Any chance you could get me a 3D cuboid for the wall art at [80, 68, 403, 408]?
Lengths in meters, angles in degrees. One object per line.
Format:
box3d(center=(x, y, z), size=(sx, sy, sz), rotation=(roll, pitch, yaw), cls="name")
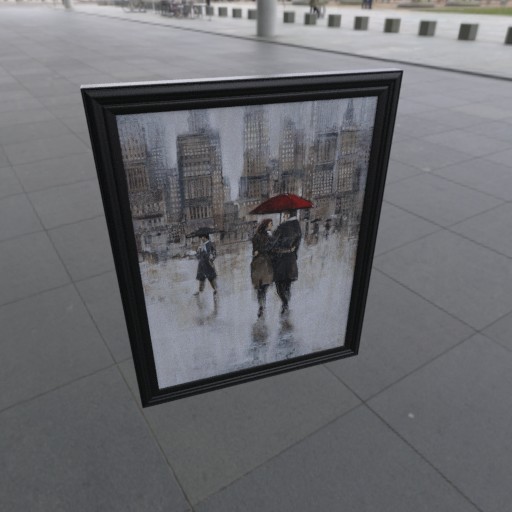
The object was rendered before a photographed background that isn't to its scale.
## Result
box3d(center=(0.000, 0.000, 1.573), size=(0.950, 1.194, 0.053), rotation=(-10, 32, -15), cls="wall art")
